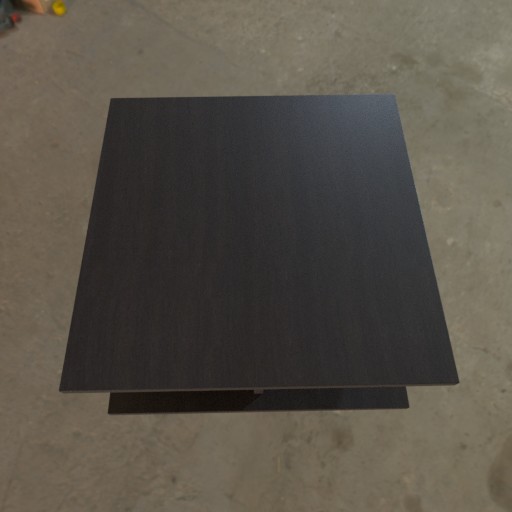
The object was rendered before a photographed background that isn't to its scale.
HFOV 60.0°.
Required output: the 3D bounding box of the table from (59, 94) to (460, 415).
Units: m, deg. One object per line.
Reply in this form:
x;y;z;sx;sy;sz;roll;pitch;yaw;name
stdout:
0.000;0.000;1.189;0.762;0.396;0.762;-1;63;-1;table
